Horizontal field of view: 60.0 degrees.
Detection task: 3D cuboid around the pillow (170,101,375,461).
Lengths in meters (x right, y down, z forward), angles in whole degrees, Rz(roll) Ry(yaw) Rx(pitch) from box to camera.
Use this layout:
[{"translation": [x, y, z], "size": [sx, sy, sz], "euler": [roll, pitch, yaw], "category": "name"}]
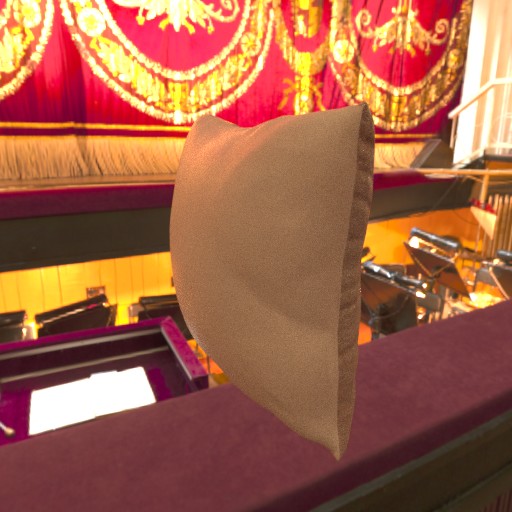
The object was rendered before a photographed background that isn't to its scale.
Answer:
[{"translation": [0.000, 0.000, 0.708], "size": [0.245, 0.448, 0.450], "euler": [-8, 17, -26], "category": "pillow"}]
